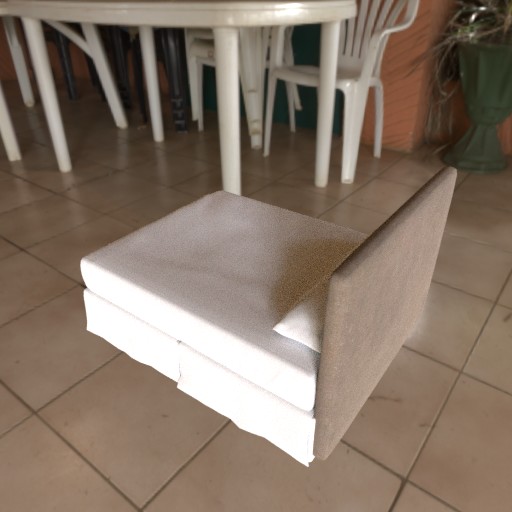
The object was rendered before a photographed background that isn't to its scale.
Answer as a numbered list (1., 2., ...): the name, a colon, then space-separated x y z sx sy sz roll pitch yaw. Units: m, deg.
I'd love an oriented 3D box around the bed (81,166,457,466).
1. bed: 0.000 0.000 3.242 2.142 1.330 1.723 21 37 30
